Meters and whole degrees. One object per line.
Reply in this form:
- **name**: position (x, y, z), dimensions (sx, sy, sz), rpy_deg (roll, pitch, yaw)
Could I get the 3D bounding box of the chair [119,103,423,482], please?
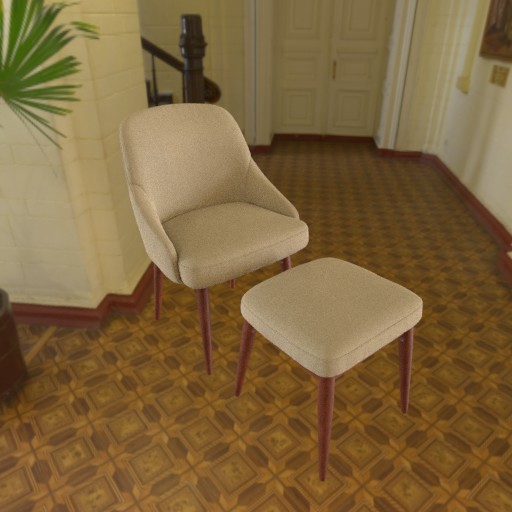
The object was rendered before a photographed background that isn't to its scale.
- **chair**: position (0.000, 0.000, 1.546), dimensions (0.584, 0.866, 1.114), rpy_deg (-21, 35, -33)
